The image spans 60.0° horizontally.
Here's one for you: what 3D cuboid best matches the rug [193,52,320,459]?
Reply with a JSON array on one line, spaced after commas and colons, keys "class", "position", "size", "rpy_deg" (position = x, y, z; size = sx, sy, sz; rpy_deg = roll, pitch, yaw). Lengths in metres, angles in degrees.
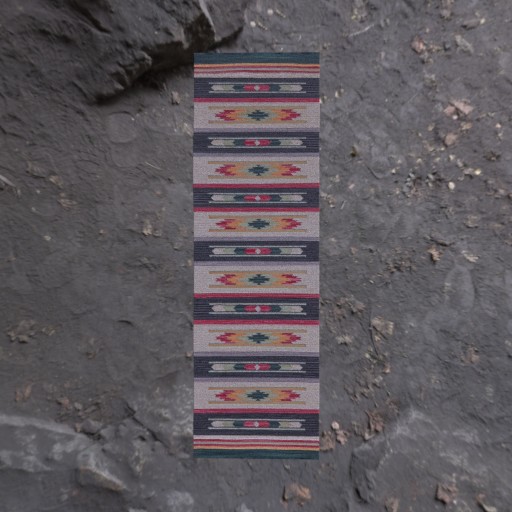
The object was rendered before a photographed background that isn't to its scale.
[{"class": "rug", "position": [0.000, 0.000, 2.661], "size": [0.760, 0.009, 2.440], "rpy_deg": [0, 90, 2]}]
